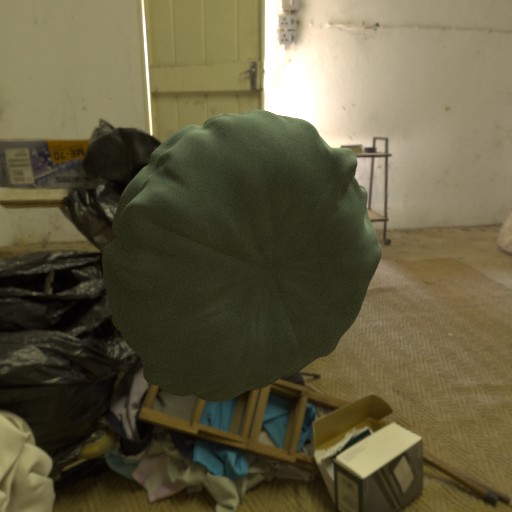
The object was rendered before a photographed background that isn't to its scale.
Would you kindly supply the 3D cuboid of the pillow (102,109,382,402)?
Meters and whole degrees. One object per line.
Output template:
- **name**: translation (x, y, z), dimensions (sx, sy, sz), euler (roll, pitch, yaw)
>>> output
- **pillow**: translation (0.000, 0.000, 0.650), dimensions (0.428, 0.407, 0.148), euler (-9, 19, -28)
